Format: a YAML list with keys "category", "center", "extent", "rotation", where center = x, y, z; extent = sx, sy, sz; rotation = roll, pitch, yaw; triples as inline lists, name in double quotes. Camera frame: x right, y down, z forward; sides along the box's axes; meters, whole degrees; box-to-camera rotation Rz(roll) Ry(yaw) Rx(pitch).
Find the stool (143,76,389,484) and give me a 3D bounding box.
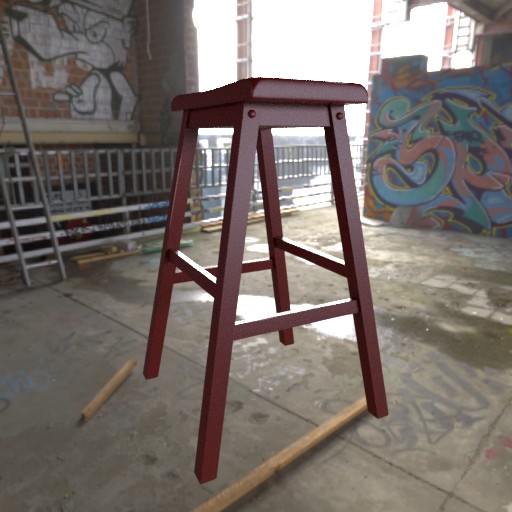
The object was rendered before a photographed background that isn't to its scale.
- category: "stool"
  center: [0.000, 0.000, 1.050]
  extent: [0.476, 0.737, 0.457]
  rotation: [-8, 17, -26]
